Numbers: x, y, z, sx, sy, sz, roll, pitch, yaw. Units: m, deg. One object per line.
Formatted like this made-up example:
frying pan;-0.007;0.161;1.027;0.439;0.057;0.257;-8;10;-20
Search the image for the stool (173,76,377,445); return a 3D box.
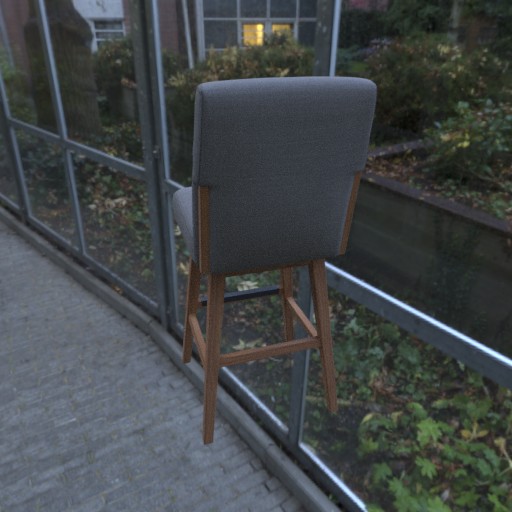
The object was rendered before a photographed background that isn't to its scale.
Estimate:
stool;0.000;0.000;1.434;0.483;1.112;0.570;-8;27;-16
